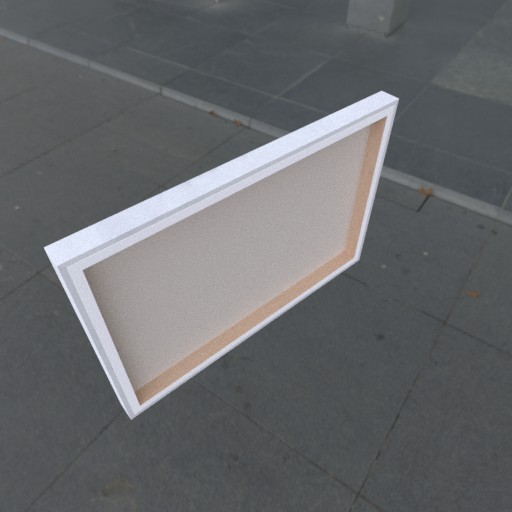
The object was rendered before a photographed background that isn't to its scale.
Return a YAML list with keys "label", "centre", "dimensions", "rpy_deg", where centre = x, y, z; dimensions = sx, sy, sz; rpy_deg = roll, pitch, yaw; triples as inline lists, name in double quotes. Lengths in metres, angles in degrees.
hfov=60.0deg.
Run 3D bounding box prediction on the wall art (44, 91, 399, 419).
- label: "wall art"
  centre: [0.000, 0.000, 0.786]
  dimensions: [0.609, 0.407, 0.038]
  rpy_deg: [-31, 54, -26]
